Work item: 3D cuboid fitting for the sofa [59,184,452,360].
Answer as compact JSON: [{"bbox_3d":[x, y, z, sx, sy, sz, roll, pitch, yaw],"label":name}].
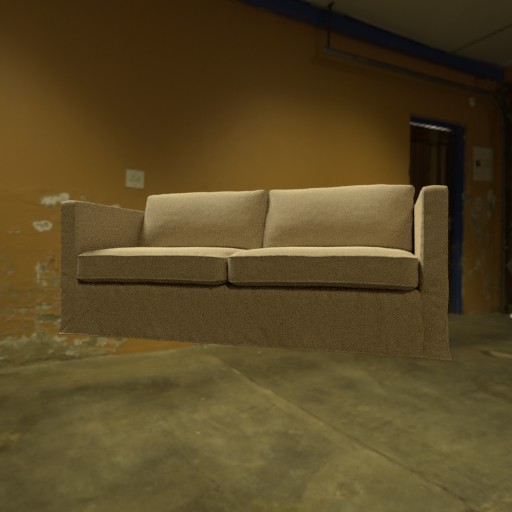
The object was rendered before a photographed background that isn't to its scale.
[{"bbox_3d":[0.000,0.000,2.511,1.959,0.835,0.962,0,1,17],"label":"sofa"}]
